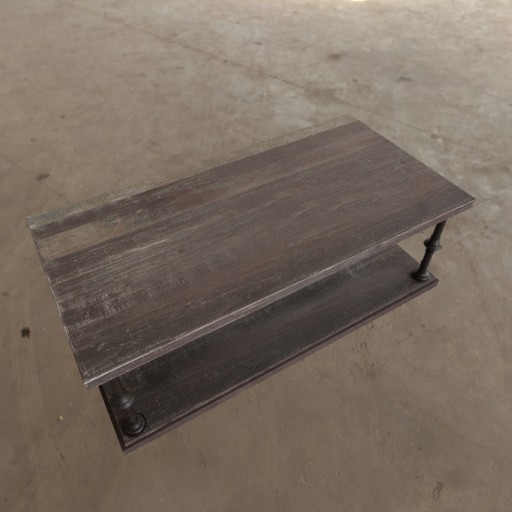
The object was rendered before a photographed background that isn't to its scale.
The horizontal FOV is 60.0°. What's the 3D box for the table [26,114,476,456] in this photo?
[{"bbox_3d":[0.000,0.000,1.332,1.088,0.373,0.554,-23,50,-21],"label":"table"}]
